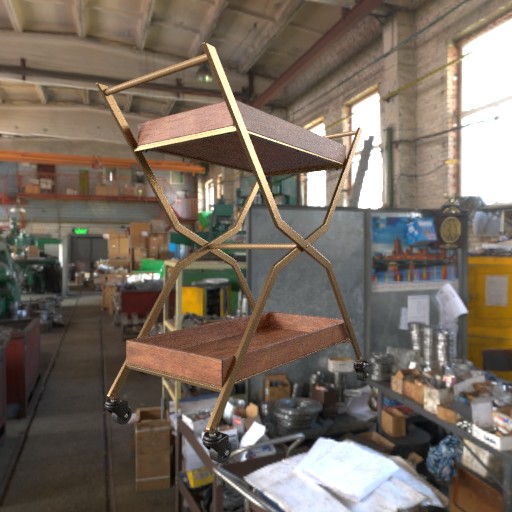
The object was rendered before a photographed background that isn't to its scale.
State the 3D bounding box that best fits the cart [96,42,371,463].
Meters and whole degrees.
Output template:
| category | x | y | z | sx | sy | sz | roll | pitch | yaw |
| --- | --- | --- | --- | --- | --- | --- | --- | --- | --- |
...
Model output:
| category | x | y | z | sx | sy | sz | roll | pitch | yaw |
| --- | --- | --- | --- | --- | --- | --- | --- | --- | --- |
| cart | 0.000 | 0.000 | 1.336 | 0.405 | 0.869 | 0.836 | 1 | 1 | 37 |
